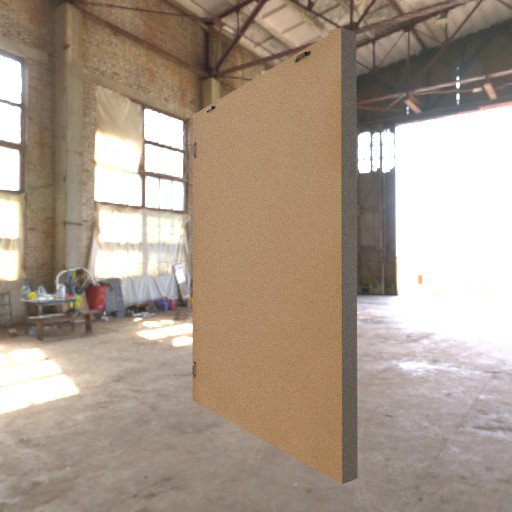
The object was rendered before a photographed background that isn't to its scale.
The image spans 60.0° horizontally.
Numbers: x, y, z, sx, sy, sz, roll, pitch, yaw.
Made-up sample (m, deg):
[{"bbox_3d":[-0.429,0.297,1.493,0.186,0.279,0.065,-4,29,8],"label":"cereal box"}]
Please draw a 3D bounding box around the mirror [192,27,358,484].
[{"bbox_3d":[0.000,0.000,0.904,0.039,0.710,0.507,1,-1,-35],"label":"mirror"}]
